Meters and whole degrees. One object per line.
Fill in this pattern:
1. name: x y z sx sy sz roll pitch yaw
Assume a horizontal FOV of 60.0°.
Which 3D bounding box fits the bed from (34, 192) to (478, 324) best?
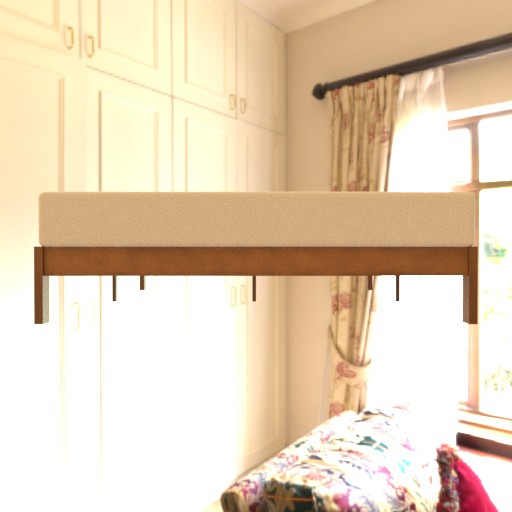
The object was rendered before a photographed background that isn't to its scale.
1. bed: 0.000 0.000 3.007 2.049 0.616 1.930 0 0 0
